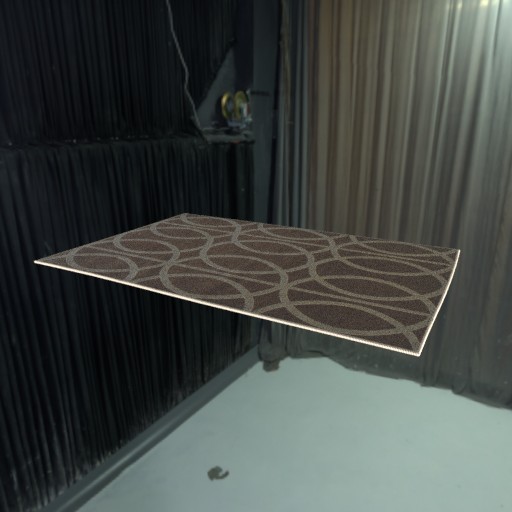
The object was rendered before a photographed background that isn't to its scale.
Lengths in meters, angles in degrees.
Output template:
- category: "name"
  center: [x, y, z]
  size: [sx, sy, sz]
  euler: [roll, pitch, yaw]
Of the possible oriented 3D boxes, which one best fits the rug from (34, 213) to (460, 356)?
- category: "rug"
  center: [0.000, 0.000, 2.839]
  size: [2.290, 0.014, 1.526]
  euler: [10, 21, 27]
